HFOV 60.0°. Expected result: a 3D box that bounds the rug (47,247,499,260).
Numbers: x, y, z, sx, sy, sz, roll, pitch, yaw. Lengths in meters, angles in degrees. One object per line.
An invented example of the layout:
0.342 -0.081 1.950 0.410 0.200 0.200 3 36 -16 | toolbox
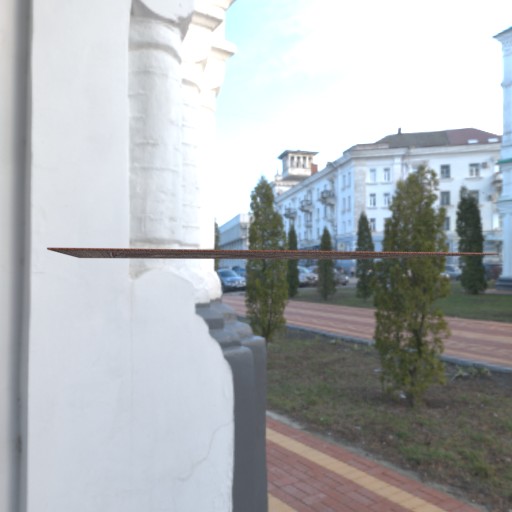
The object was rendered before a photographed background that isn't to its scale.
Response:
0.000 0.000 4.081 3.197 0.013 2.381 0 -2 -18 | rug
